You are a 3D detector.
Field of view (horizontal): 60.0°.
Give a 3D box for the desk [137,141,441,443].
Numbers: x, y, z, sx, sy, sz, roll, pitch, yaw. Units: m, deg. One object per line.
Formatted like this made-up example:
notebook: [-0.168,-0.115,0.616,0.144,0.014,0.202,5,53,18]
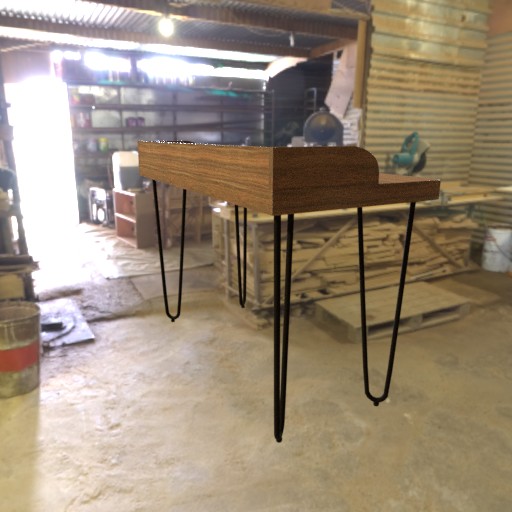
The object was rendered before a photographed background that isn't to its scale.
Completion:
desk: [0.000,0.000,1.720,0.565,0.854,1.200,-8,17,-27]
